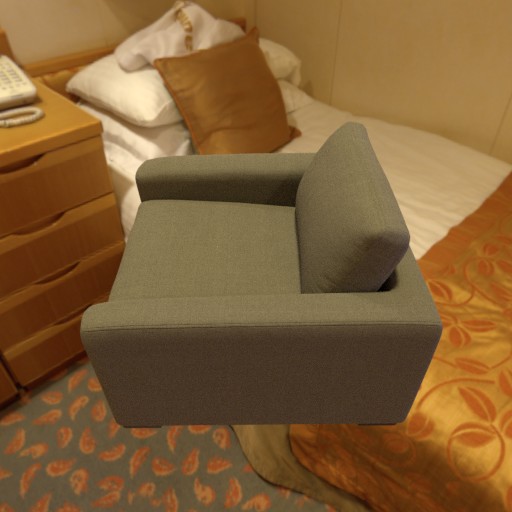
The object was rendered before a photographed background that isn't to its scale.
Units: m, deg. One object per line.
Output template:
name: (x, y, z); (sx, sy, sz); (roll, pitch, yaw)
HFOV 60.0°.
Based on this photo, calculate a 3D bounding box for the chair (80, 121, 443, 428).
chair: (0.000, 0.000, 1.800); (1.100, 0.847, 1.070); (0, 40, 0)
